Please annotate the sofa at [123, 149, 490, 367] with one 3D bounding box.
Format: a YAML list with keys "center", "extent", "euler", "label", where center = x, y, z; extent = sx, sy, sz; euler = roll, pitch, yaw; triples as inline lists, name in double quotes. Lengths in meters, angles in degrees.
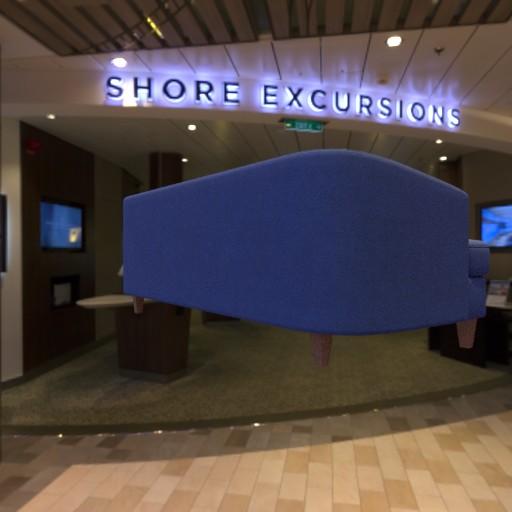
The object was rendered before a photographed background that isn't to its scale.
- center: [0.000, 0.000, 2.556]
  extent: [0.914, 0.787, 2.235]
  euler: [-1, 1, -37]
  label: "sofa"
